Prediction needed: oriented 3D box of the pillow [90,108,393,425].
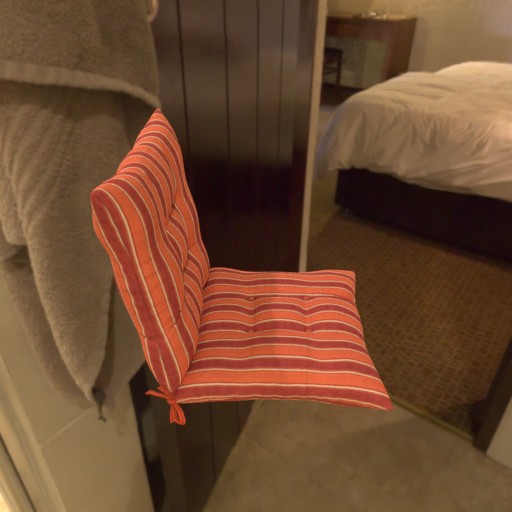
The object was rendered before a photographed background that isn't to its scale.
[{"bbox_3d":[0.000,0.000,1.014,0.585,0.536,0.541,1,32,1],"label":"pillow"}]
